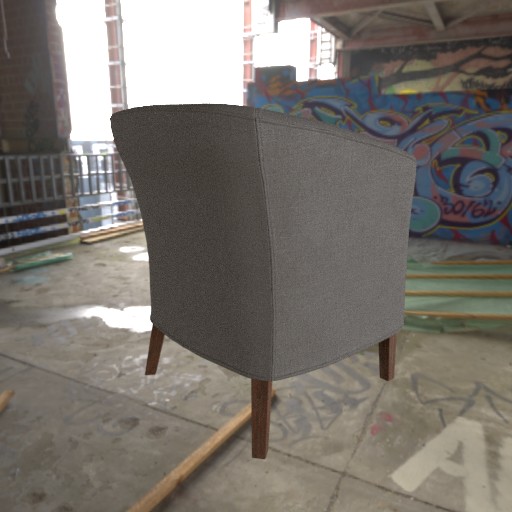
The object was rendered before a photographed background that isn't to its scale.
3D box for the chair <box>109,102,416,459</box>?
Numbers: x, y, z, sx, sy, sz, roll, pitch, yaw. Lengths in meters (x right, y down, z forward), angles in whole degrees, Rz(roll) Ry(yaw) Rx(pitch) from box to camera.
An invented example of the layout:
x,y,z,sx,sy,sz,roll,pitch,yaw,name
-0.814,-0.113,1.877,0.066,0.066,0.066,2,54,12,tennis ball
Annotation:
x,y,z,sx,sy,sz,roll,pitch,yaw,name
0.000,0.000,1.240,0.668,0.771,0.600,-13,19,-40,chair
